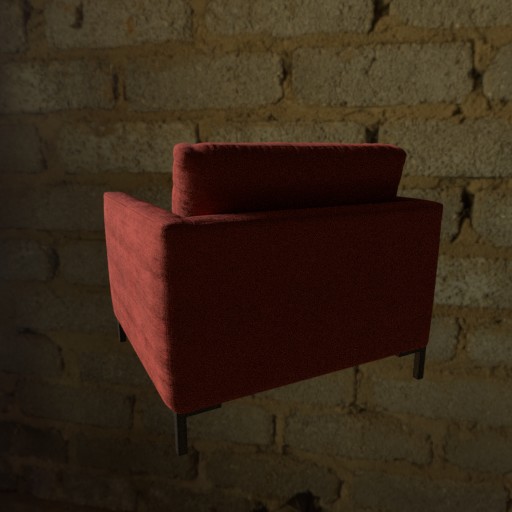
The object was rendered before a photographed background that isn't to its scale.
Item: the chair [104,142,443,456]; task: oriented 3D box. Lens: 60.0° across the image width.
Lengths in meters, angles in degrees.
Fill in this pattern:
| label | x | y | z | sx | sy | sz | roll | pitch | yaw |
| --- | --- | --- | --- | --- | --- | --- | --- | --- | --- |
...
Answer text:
| label | x | y | z | sx | sy | sz | roll | pitch | yaw |
| --- | --- | --- | --- | --- | --- | --- | --- | --- | --- |
| chair | 0.000 | 0.000 | 1.646 | 0.964 | 0.812 | 0.875 | -7 | 15 | -26 |
